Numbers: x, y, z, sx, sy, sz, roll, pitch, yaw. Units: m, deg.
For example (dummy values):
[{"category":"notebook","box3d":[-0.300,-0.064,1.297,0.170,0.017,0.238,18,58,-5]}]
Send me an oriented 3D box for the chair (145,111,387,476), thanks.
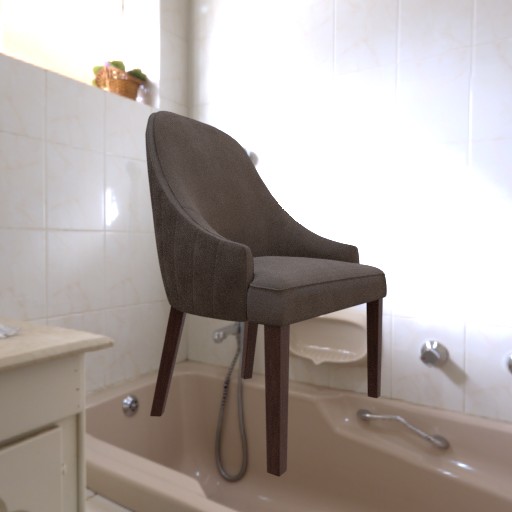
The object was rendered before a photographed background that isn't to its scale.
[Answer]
[{"category":"chair","box3d":[0.000,0.000,1.300,0.575,0.889,0.643,1,2,35]}]
